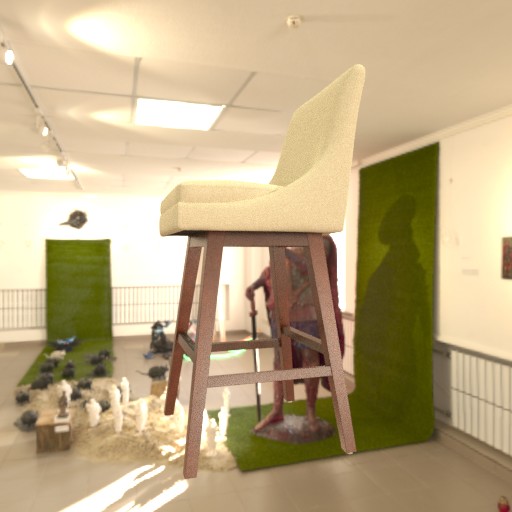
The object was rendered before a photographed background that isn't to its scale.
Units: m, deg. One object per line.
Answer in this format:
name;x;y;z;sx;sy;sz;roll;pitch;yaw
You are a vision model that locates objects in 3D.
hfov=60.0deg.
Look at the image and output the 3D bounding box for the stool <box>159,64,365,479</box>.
stool;0.000;0.000;1.382;0.559;1.097;0.470;0;1;-18
